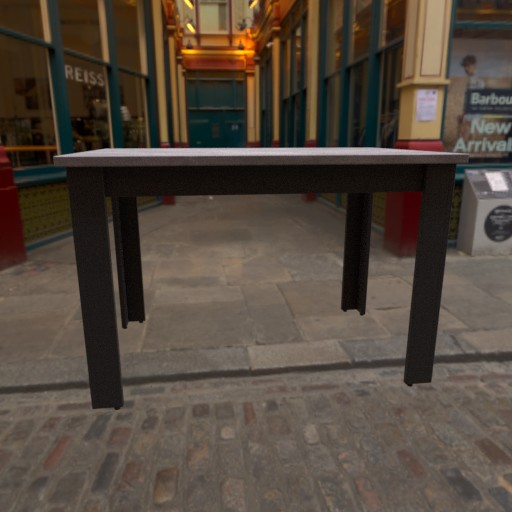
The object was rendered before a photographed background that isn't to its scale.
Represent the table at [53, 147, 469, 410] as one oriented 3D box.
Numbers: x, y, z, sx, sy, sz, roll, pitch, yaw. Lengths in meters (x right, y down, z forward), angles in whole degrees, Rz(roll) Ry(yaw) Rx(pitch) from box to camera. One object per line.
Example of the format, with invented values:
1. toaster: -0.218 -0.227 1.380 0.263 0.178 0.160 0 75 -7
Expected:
1. table: 0.000 0.000 1.588 1.100 0.734 0.700 -2 15 -8
